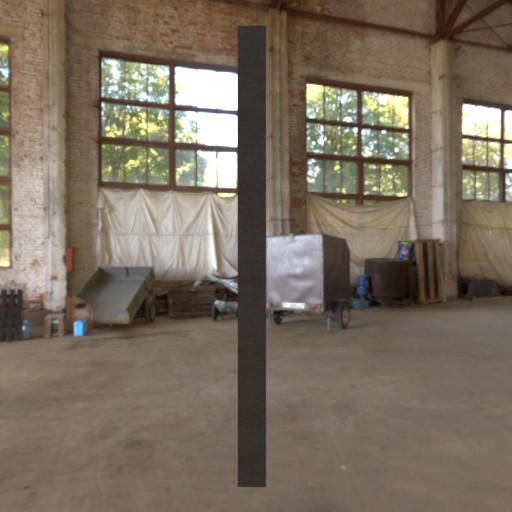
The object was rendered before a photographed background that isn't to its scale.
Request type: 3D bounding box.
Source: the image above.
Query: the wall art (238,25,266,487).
[{"bbox_3d":[0.000,0.000,0.758,0.034,0.552,0.455,0,0,1],"label":"wall art"}]
